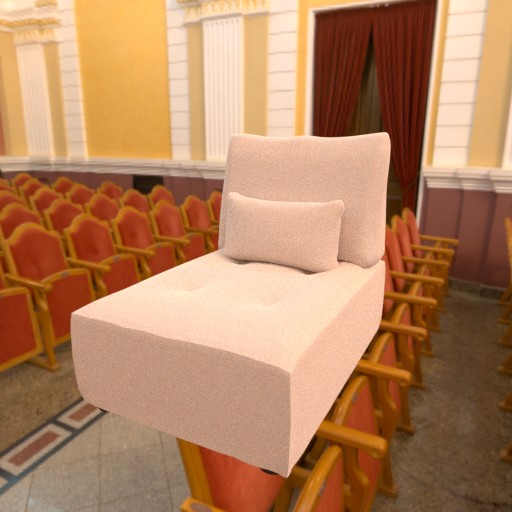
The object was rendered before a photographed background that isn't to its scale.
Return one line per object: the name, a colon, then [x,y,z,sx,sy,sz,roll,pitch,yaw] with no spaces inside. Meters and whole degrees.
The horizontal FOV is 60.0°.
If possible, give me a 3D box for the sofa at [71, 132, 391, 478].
sofa: [0.000,0.000,1.519,0.700,0.820,1.000,8,17,26]
